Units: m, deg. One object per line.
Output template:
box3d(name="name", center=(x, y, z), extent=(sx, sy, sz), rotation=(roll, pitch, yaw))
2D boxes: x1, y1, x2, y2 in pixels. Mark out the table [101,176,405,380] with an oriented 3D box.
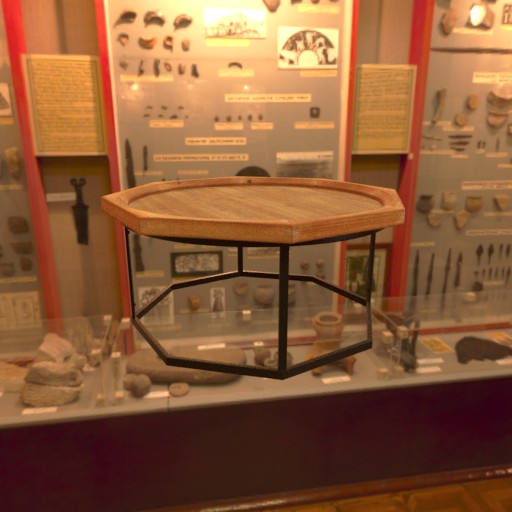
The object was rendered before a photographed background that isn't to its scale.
box3d(name="table", center=(0.000, 0.000, 1.553), extent=(1.002, 0.444, 1.002), rotation=(0, 17, 0))
